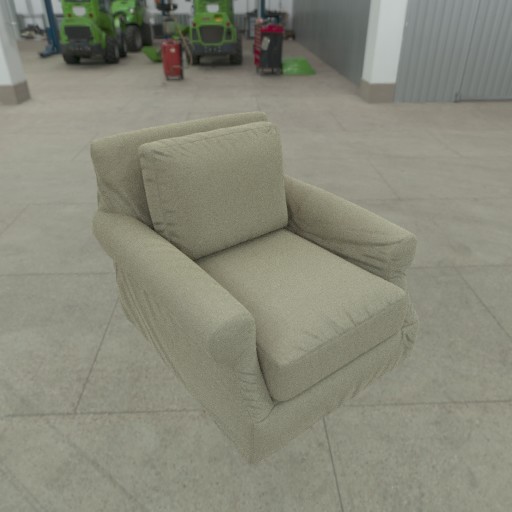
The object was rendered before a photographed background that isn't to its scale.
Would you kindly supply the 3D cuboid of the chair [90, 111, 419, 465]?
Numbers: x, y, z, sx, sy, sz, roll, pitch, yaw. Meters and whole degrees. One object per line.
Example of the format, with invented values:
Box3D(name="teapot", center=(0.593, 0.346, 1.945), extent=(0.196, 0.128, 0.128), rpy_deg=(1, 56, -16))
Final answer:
Box3D(name="chair", center=(0.000, 0.000, 1.733), extent=(0.940, 0.866, 1.066), rpy_deg=(-21, 37, -32))
